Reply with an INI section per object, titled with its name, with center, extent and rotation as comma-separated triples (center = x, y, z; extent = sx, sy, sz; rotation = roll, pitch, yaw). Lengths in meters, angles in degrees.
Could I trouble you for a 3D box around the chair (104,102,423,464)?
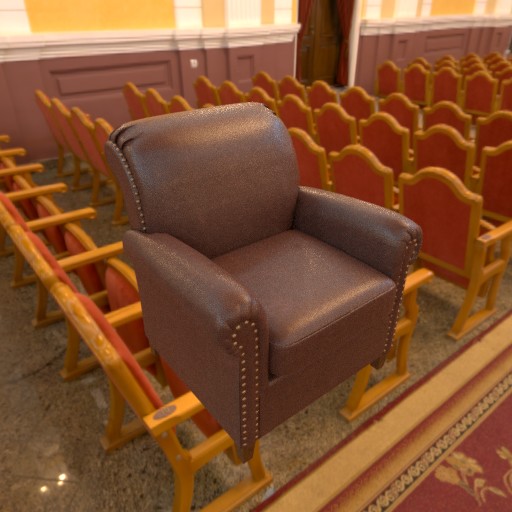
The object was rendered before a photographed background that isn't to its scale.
[chair]
center = 0.000, 0.000, 1.611
extent = 0.854, 0.927, 0.890
rotation = -22, 37, -32
